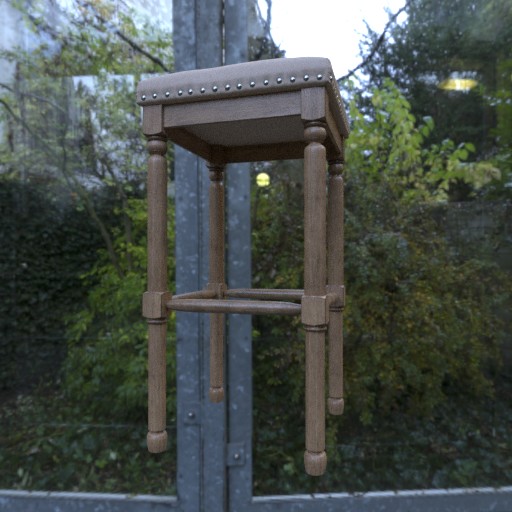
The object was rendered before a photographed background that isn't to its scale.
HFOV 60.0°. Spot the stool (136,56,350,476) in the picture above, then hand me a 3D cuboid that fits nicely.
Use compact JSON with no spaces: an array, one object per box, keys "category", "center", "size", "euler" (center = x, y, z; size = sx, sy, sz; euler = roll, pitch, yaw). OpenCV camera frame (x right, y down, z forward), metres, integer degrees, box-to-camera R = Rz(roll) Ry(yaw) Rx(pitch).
[{"category":"stool","center":[0.000,0.000,0.986],"size":[0.382,0.768,0.383],"euler":[0,0,17]}]
